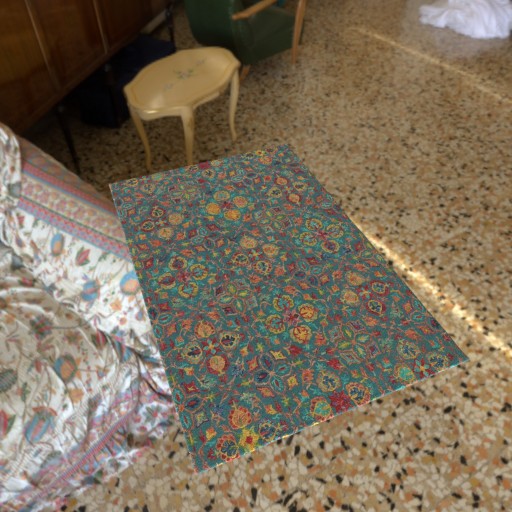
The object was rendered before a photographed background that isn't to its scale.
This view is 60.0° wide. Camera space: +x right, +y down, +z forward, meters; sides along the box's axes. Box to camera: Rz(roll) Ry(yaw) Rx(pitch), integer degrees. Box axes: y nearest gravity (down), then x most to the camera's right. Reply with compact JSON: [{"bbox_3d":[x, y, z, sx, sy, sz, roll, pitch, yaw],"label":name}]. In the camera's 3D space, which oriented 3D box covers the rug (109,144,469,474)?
[{"bbox_3d":[0.000,0.000,2.318,1.216,0.014,1.836,-16,48,-15],"label":"rug"}]
